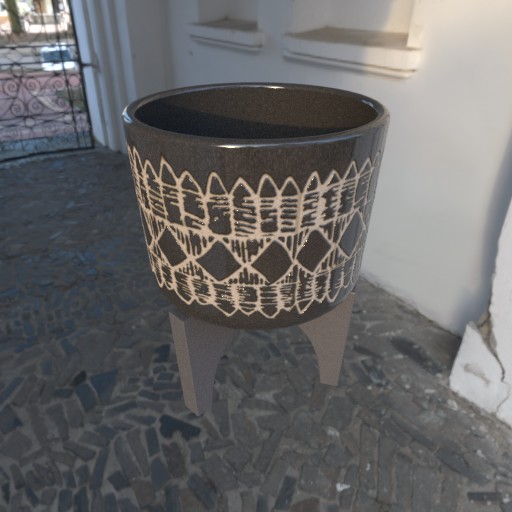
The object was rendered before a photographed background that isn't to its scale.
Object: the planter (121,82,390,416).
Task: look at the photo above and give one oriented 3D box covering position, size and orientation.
[{"bbox_3d":[0.000,0.000,0.399,0.196,0.264,0.196,-8,32,-13],"label":"planter"}]
